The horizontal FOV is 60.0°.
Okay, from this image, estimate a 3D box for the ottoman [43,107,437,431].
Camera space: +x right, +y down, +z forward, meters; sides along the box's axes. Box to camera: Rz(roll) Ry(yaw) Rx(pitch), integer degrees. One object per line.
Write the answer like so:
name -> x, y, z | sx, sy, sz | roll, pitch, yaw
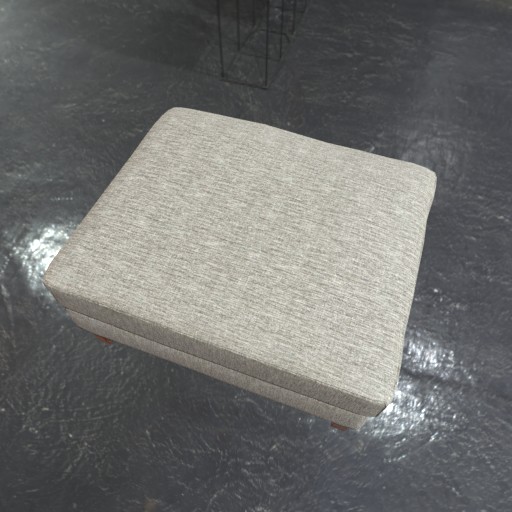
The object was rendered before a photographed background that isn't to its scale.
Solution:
ottoman -> 0.000, 0.000, 1.499 | 0.994, 0.492, 0.839 | 17, 58, 11
